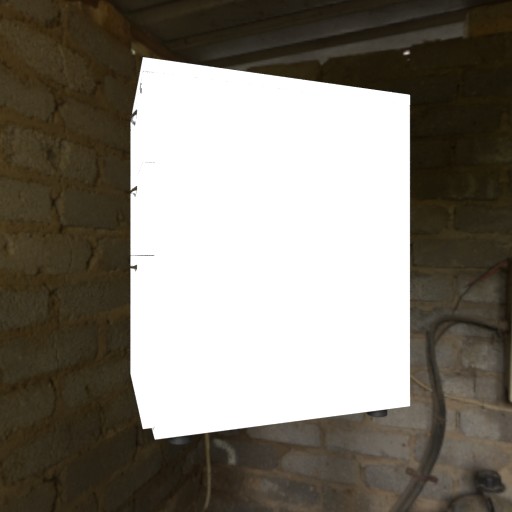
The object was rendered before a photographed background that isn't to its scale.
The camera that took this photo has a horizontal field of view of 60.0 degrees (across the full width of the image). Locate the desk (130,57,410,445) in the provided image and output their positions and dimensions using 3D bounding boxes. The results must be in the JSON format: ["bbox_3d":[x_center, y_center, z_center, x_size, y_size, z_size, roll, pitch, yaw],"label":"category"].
[{"bbox_3d":[0.000,0.000,1.098,0.600,0.730,0.404,0,0,-19],"label":"desk"}]
